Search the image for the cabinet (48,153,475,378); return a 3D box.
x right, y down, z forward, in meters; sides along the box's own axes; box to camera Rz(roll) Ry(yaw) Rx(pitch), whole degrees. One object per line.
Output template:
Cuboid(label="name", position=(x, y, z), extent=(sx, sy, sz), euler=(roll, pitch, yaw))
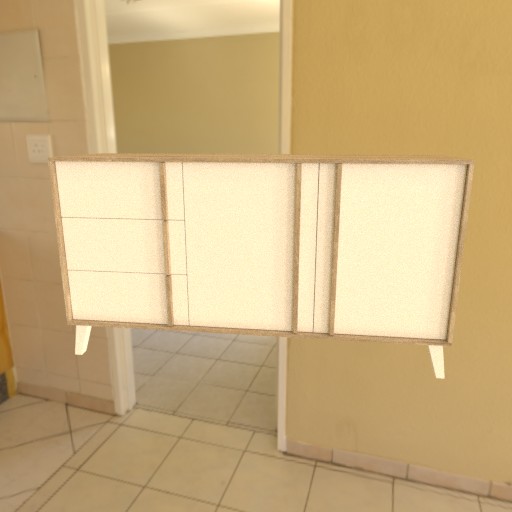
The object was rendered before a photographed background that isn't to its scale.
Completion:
Cuboid(label="cabinet", position=(0.000, 0.000, 1.976), extent=(1.600, 0.870, 0.450), euler=(2, 15, 7))
